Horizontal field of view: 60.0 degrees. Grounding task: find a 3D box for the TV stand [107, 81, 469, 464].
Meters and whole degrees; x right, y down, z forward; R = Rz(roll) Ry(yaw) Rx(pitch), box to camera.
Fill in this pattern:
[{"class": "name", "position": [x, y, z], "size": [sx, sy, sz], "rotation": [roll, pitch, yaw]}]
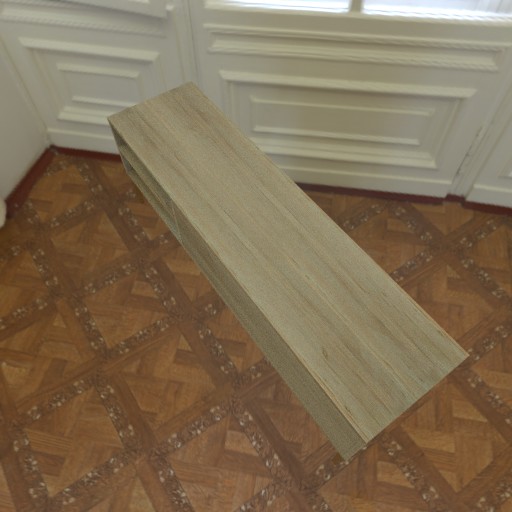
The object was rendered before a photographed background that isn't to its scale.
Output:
[{"class": "TV stand", "position": [0.000, 0.000, 1.837], "size": [0.420, 0.550, 1.600], "rotation": [-31, 62, -18]}]
